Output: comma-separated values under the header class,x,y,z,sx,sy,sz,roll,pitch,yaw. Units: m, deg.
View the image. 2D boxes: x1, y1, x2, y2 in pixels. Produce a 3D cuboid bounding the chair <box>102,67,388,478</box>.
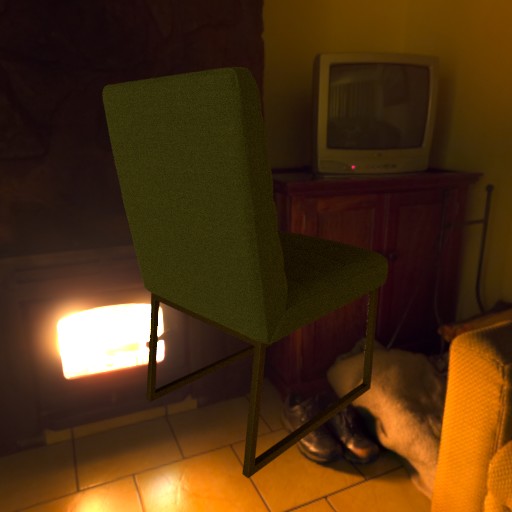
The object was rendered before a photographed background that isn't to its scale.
class,x,y,z,sx,sy,sz,roll,pitch,yaw
chair,0.000,0.000,1.281,0.634,0.930,0.520,-15,22,-43
